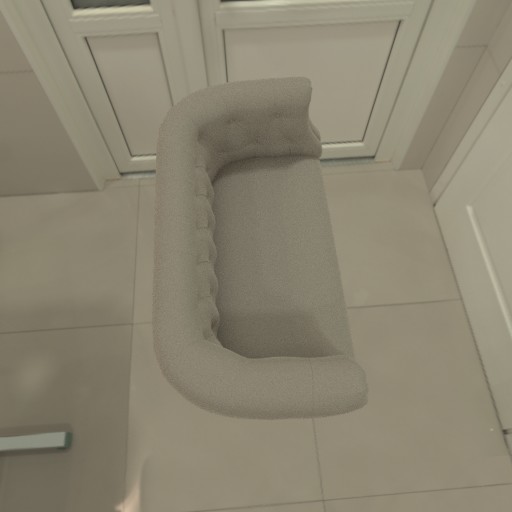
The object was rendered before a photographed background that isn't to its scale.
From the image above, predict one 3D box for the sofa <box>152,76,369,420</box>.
[{"bbox_3d":[0.000,0.000,2.115,0.835,0.827,1.558,-4,64,-2],"label":"sofa"}]
